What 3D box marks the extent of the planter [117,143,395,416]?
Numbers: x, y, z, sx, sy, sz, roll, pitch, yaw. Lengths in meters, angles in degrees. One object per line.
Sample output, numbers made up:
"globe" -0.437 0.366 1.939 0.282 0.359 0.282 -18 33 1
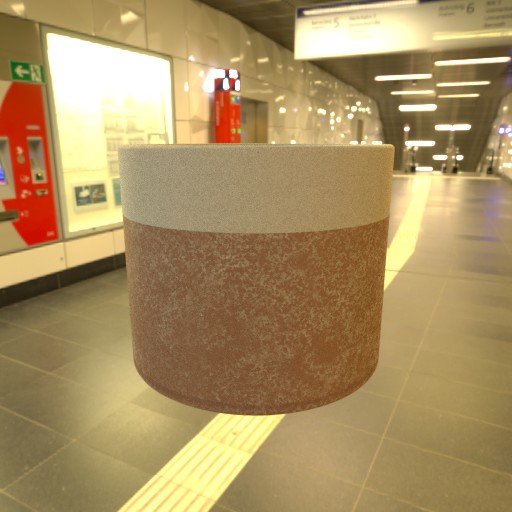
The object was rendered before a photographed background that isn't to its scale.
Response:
"planter" 0.000 0.000 0.282 0.159 0.138 0.159 0 15 0
